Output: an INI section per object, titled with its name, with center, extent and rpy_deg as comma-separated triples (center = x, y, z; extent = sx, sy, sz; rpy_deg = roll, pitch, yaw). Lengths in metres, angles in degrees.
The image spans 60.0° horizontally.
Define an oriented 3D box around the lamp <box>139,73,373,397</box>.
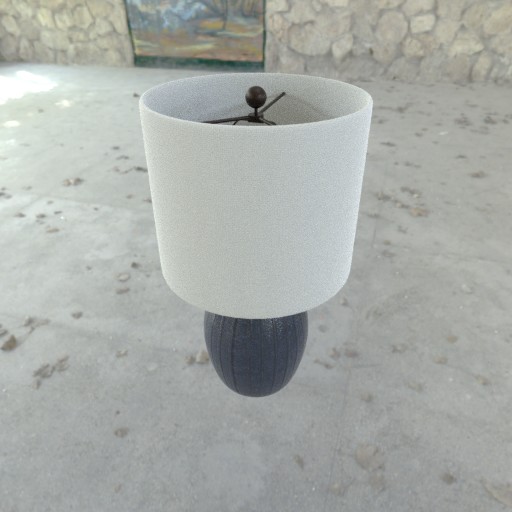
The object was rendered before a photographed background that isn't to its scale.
[lamp]
center = 0.000, 0.000, 0.781
extent = 0.329, 0.570, 0.329
rpy_deg = 10, 34, 15
